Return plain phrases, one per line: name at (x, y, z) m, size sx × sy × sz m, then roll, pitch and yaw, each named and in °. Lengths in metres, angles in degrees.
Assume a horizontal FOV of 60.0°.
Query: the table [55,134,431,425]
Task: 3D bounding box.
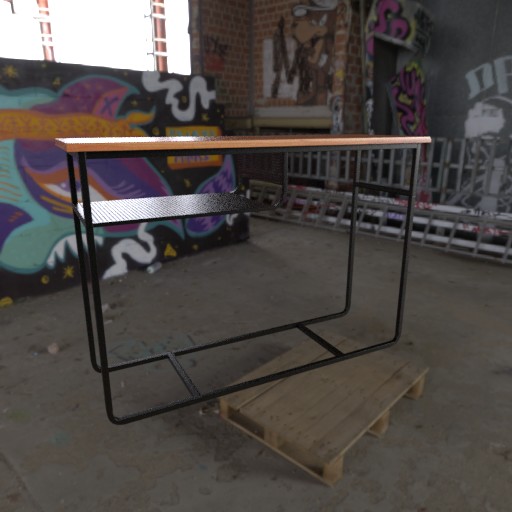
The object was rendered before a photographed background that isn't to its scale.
table at (0.000, 0.000, 1.452) m, size 1.100 × 0.750 × 0.350 m, roll -8°, pitch 19°, yaw -26°
